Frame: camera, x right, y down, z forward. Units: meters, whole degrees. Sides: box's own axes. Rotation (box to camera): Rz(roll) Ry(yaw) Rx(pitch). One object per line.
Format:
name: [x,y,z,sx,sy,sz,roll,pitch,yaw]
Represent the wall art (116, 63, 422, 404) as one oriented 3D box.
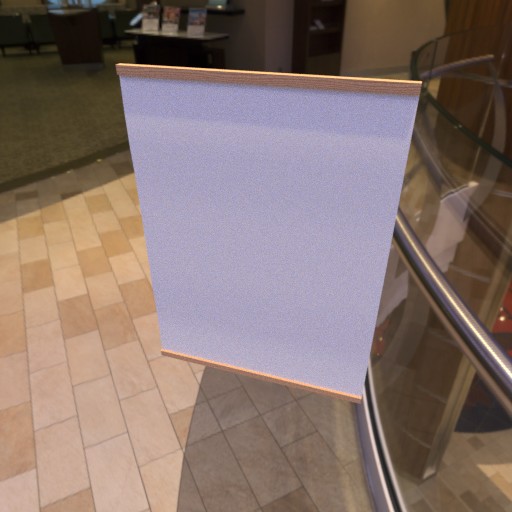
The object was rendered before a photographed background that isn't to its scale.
wall art: [0.000,0.000,1.308,0.739,1.016,0.020,10,34,15]
